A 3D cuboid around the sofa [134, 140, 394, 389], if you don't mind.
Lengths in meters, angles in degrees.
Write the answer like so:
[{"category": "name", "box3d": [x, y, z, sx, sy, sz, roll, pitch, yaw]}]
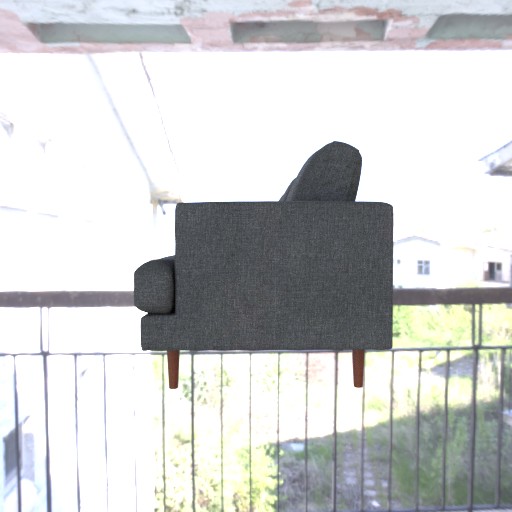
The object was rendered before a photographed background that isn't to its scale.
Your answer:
[{"category": "sofa", "box3d": [0.000, 0.000, 2.611, 0.903, 0.930, 2.246, 0, 2, -1]}]
